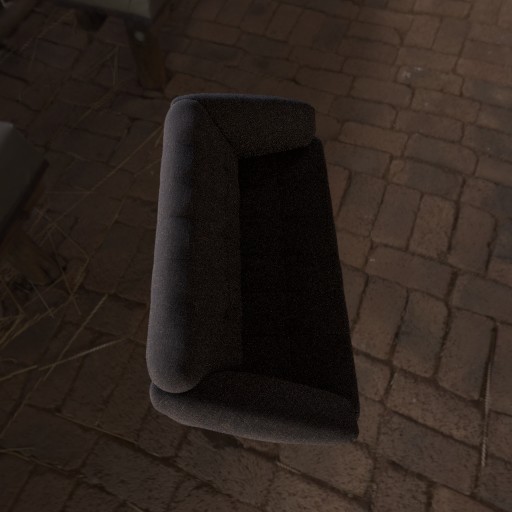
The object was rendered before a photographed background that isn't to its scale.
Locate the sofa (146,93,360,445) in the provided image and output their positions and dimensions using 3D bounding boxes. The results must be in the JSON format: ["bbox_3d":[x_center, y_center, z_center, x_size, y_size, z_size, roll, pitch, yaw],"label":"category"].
[{"bbox_3d":[0.000,0.000,2.287,0.887,0.790,1.849,-2,62,-1],"label":"sofa"}]
